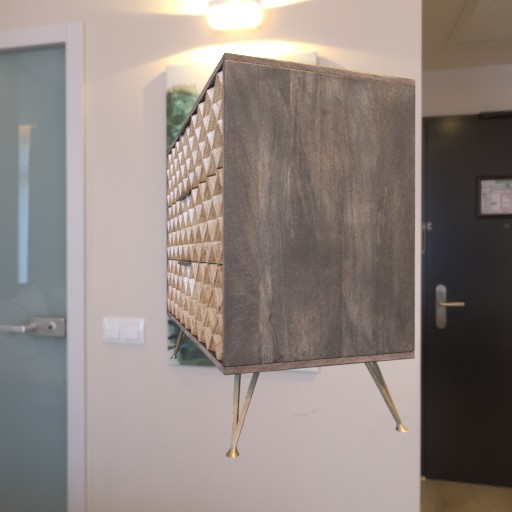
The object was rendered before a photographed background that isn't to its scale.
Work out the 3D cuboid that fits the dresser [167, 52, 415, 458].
[{"bbox_3d":[0.000,0.000,1.371,0.453,0.801,0.923,0,0,-18],"label":"dresser"}]
